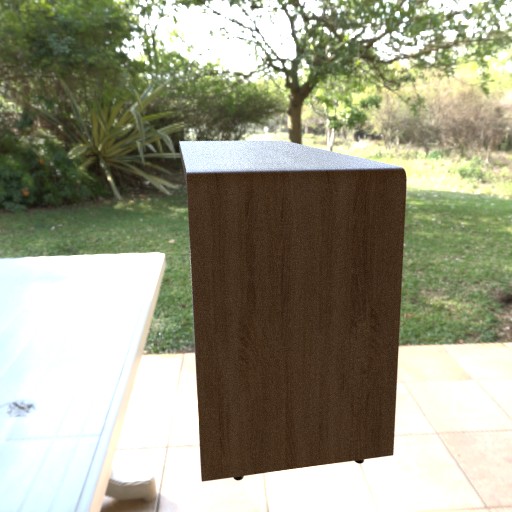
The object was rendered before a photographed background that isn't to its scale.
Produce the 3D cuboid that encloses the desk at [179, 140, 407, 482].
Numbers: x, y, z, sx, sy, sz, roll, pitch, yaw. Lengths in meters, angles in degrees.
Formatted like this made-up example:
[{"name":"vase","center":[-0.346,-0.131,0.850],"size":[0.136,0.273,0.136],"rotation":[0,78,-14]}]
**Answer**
[{"name":"desk","center":[0.000,0.000,1.619],"size":[0.500,0.750,1.300],"rotation":[-3,18,-10]}]
